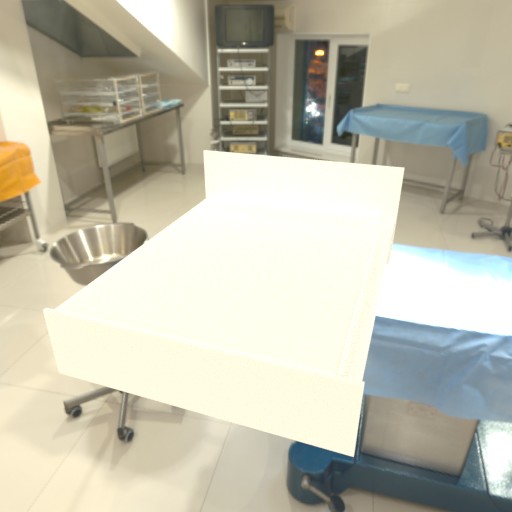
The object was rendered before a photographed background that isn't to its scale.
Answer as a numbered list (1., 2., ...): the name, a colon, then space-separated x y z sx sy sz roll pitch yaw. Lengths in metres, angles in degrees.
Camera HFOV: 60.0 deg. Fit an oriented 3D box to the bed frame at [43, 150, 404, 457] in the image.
1. bed frame: 0.000 0.000 2.860 1.622 0.800 1.960 9 28 17
